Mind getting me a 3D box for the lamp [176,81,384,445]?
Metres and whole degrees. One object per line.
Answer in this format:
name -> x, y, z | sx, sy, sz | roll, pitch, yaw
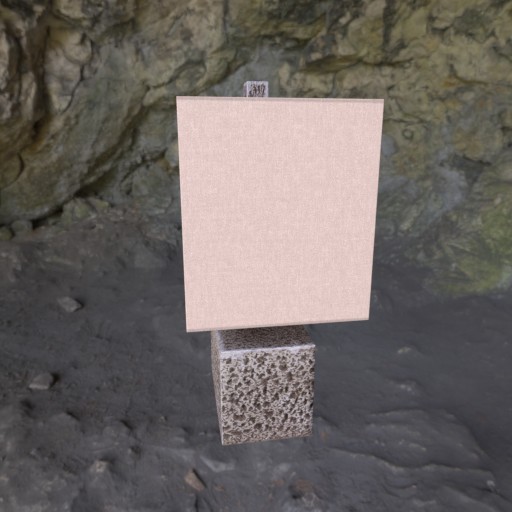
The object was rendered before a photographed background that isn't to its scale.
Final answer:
lamp -> 0.000, 0.000, 0.561 | 0.180, 0.411, 0.294 | -2, 15, -9
